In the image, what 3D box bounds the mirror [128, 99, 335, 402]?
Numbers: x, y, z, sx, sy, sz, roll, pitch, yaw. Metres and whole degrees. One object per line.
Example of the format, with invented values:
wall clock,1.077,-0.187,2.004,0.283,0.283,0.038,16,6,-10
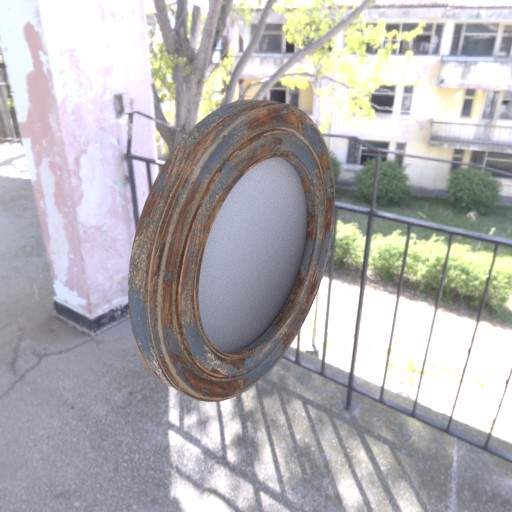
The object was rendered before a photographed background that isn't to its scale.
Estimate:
mirror,0.000,0.000,0.882,0.061,0.585,0.585,17,30,32
